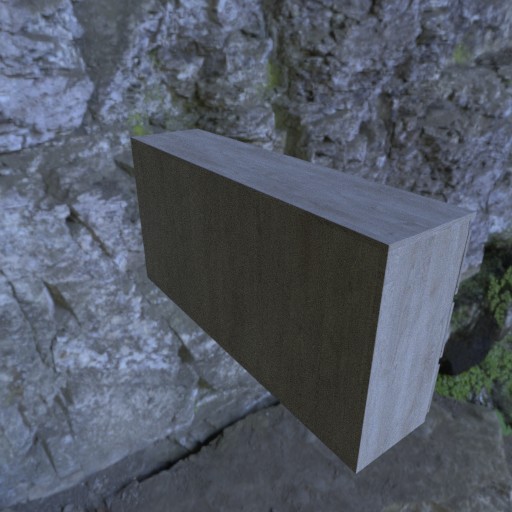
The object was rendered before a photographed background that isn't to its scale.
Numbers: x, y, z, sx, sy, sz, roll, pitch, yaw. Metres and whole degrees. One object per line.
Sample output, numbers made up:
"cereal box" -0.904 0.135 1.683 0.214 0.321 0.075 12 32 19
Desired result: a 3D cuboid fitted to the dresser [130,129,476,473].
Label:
"dresser" 0.000 0.000 1.898 0.390 0.795 1.590 -18 31 -32
